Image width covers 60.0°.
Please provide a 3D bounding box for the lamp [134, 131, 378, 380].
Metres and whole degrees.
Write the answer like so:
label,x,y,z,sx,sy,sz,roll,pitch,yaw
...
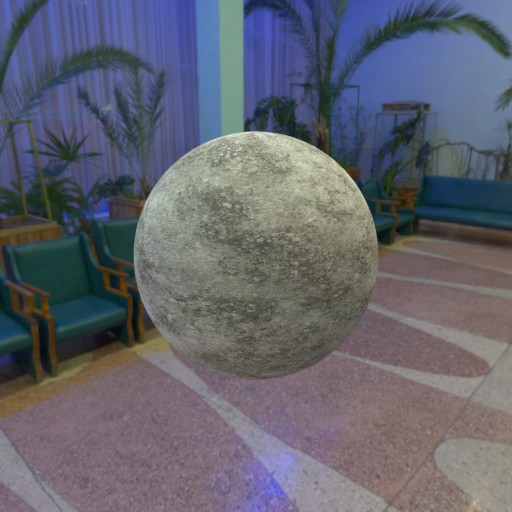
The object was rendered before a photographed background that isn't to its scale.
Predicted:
label,x,y,z,sx,sy,sz,roll,pitch,yaw
lamp,0.000,0.000,0.793,0.422,0.429,0.422,0,16,0
